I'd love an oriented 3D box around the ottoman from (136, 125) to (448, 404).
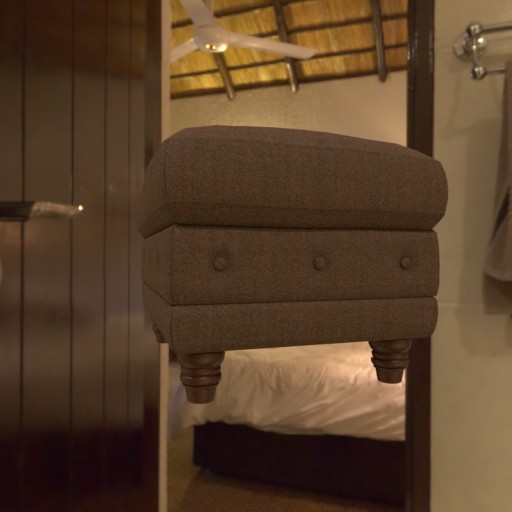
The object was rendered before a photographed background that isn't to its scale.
[{"bbox_3d":[0.000,0.000,1.199,0.599,0.555,0.809,0,0,-18],"label":"ottoman"}]
